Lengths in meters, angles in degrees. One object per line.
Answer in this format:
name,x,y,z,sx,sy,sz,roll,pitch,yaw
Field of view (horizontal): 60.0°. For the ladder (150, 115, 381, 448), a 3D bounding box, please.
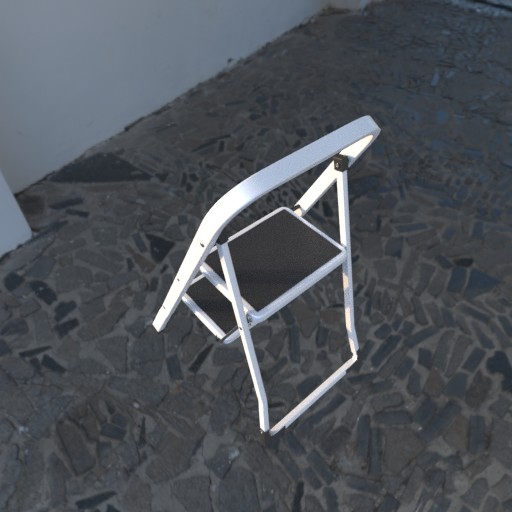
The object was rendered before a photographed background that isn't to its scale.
ladder,0.000,0.000,1.134,0.460,0.810,0.544,-33,55,-26
